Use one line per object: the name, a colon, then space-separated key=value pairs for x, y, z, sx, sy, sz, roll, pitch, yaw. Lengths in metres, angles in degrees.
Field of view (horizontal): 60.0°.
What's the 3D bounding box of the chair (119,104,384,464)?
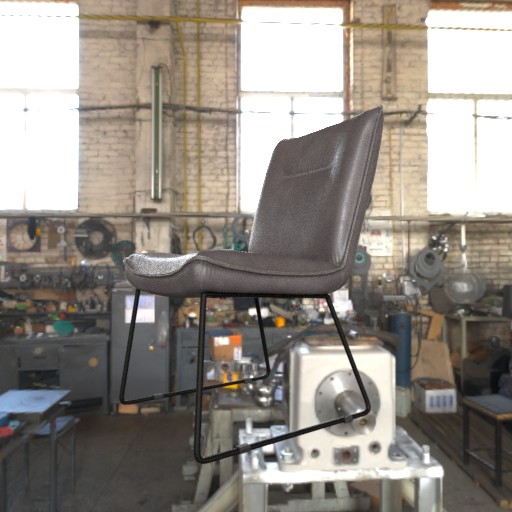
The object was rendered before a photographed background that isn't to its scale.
chair: x=0.000 y=0.000 z=1.370 sx=0.688 sy=0.932 sz=0.515 roll=1 pitch=-1 yaw=-36
